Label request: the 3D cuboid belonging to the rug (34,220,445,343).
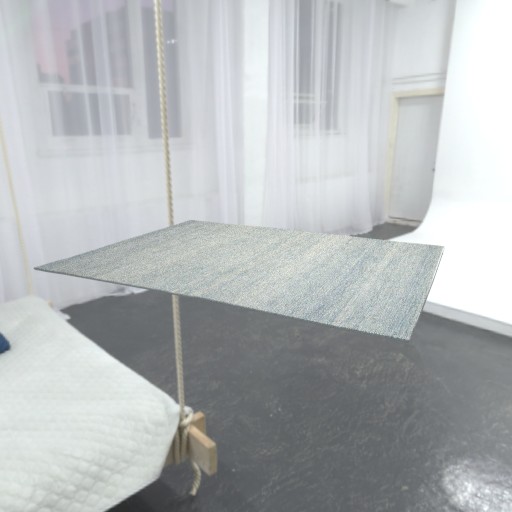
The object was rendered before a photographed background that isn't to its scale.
[{"bbox_3d":[0.000,0.000,4.307,3.237,0.046,2.461,8,17,26],"label":"rug"}]
